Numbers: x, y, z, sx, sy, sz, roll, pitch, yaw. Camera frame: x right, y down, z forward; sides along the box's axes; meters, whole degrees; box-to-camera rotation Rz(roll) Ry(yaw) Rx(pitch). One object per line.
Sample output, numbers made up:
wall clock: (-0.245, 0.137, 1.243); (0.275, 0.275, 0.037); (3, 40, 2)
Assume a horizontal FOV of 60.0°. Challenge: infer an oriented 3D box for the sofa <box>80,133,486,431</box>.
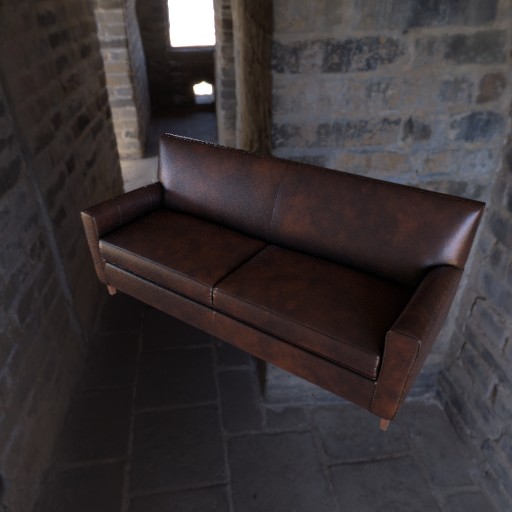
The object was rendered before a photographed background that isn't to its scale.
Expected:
sofa: (0.000, 0.000, 2.429); (1.995, 0.871, 0.786); (19, 36, 29)
